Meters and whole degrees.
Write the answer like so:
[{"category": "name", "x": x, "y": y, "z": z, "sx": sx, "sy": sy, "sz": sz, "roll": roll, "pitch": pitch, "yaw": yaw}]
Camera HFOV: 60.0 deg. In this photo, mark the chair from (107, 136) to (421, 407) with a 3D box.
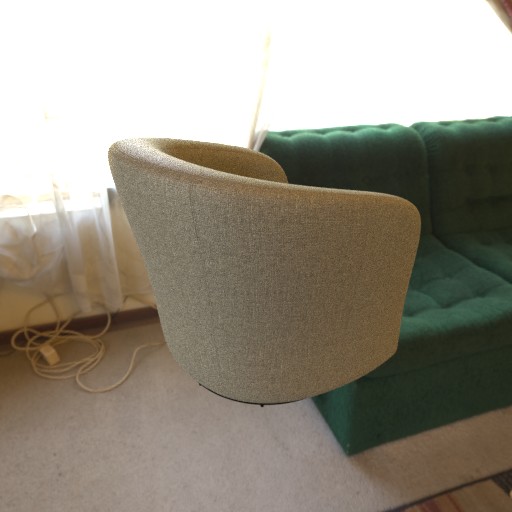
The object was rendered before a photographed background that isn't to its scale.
[{"category": "chair", "x": 0.000, "y": 0.000, "z": 1.440, "sx": 0.815, "sy": 0.771, "sz": 0.791, "roll": -17, "pitch": 31, "yaw": -31}]
